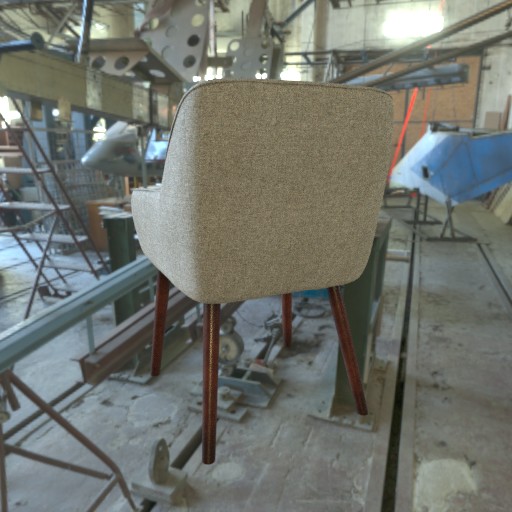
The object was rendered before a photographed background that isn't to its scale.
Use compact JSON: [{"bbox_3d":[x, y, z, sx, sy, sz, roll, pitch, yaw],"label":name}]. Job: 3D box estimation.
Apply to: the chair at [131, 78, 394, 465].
[{"bbox_3d":[0.000,0.000,1.162,0.543,0.803,0.519,-7,15,-25],"label":"chair"}]
